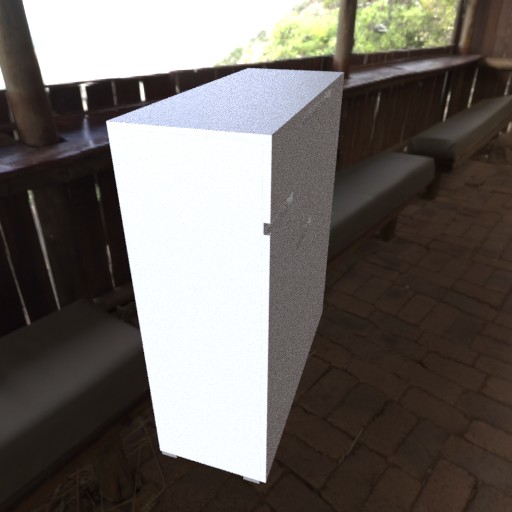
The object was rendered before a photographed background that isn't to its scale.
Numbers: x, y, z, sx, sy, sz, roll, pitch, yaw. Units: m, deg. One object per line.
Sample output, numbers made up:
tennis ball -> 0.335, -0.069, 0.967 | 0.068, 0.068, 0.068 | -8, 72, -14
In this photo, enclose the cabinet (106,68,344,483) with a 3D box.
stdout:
cabinet -> 0.000, 0.000, 1.678 | 0.400, 1.190, 1.000 | 9, 31, 16
